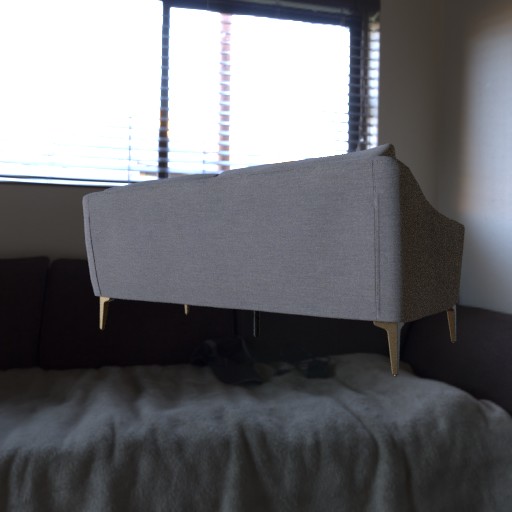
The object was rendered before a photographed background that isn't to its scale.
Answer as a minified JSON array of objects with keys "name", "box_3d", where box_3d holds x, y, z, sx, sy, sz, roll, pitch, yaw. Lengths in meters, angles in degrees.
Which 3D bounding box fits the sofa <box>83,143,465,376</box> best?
[{"name":"sofa","box_3d":[0.000,0.000,2.514,2.036,0.913,0.980,0,0,35]}]
